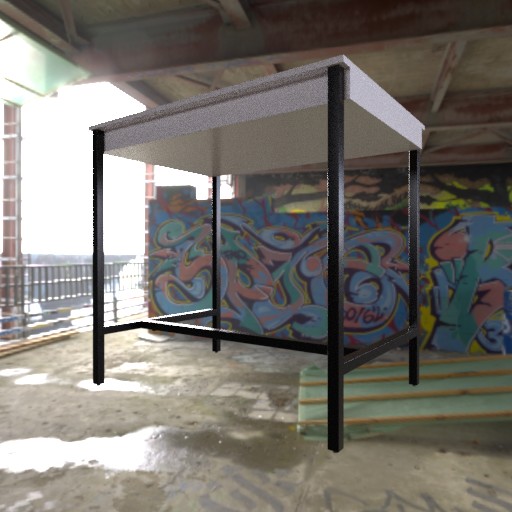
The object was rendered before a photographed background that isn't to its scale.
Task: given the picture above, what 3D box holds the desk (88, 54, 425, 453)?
[{"bbox_3d":[0.000,0.000,1.308,0.811,0.766,0.573,0,0,35],"label":"desk"}]
